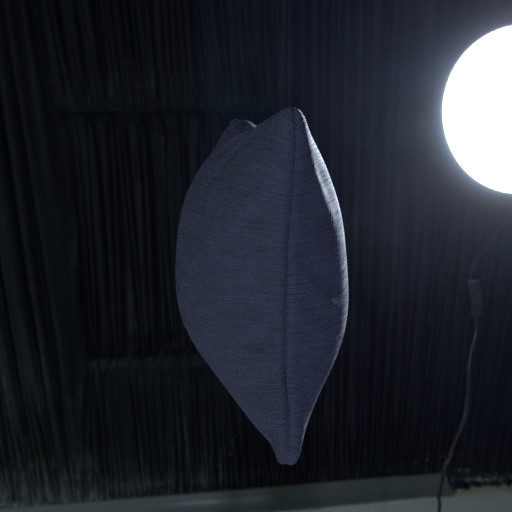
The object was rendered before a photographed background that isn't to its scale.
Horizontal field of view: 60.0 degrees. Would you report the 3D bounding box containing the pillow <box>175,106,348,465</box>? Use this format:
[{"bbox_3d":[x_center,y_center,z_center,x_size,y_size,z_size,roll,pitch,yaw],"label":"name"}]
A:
[{"bbox_3d":[0.000,0.000,0.678,0.246,0.414,0.432,-3,16,-10],"label":"pillow"}]
